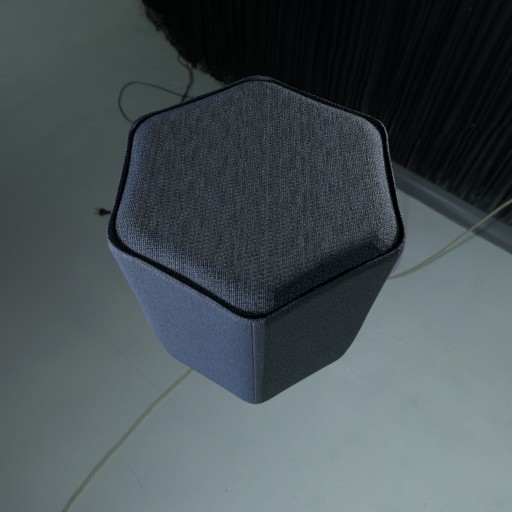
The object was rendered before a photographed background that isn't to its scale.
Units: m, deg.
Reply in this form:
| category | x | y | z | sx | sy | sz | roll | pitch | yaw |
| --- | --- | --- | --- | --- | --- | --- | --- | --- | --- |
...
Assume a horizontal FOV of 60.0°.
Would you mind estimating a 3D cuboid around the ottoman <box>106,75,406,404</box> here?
| category | x | y | z | sx | sy | sz | roll | pitch | yaw |
| --- | --- | --- | --- | --- | --- | --- | --- | --- | --- |
| ottoman | 0.000 | 0.000 | 0.896 | 0.492 | 0.505 | 0.454 | 31 | 64 | 17 |
